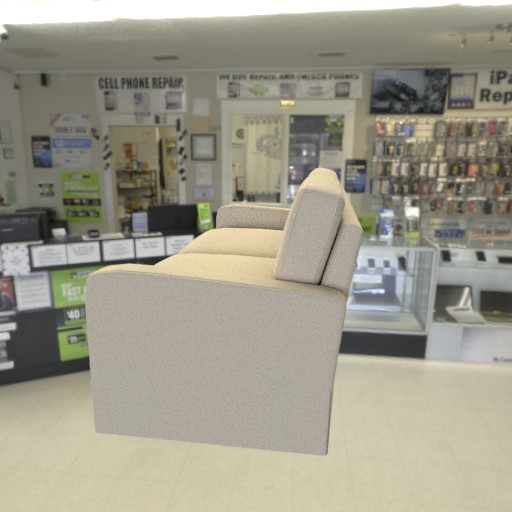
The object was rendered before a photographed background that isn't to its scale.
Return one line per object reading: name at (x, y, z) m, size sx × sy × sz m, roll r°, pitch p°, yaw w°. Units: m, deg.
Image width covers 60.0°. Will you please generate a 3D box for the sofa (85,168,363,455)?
sofa at (0.000, 0.000, 2.199) m, size 0.894 × 0.831 × 1.808 m, roll 2°, pitch 13°, yaw 9°
